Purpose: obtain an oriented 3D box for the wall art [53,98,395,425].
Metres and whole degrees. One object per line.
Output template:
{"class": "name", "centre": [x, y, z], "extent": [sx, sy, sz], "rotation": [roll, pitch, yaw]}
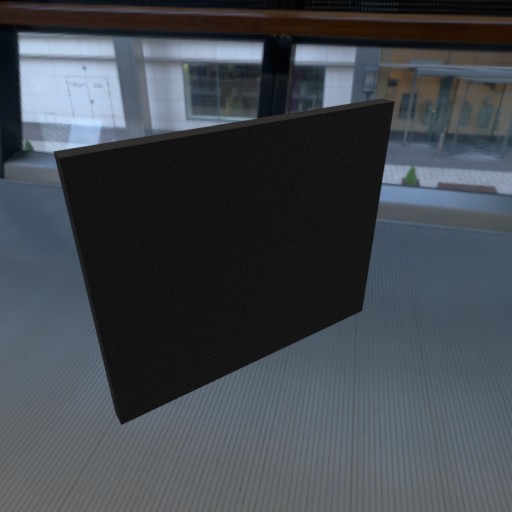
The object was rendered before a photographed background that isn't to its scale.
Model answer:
{"class": "wall art", "centre": [0.000, 0.000, 0.765], "extent": [0.558, 0.457, 0.031], "rotation": [-19, 35, -28]}
